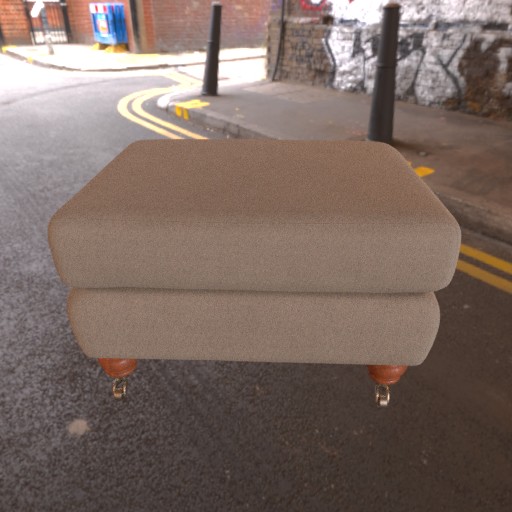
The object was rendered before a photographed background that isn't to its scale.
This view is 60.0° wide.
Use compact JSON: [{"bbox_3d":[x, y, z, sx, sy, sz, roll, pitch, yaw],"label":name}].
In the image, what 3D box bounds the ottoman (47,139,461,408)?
[{"bbox_3d":[0.000,0.000,1.118,0.773,0.504,0.569,1,30,2],"label":"ottoman"}]
